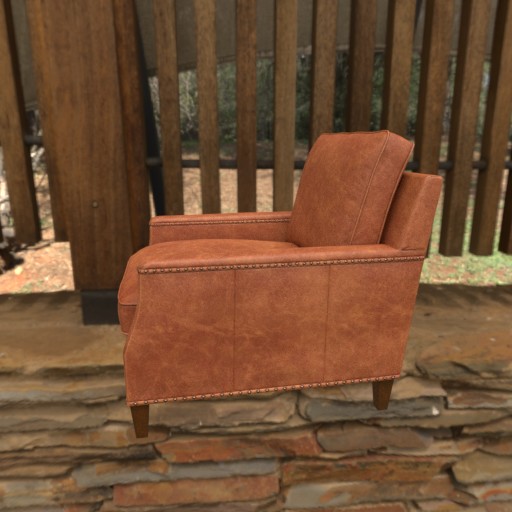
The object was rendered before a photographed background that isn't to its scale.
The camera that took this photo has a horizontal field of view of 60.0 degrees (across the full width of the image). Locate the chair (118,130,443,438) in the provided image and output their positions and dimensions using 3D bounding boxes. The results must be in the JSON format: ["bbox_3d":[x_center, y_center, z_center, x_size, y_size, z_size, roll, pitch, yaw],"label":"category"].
[{"bbox_3d":[0.000,0.000,1.739,1.014,0.943,0.853,-3,14,-10],"label":"chair"}]
